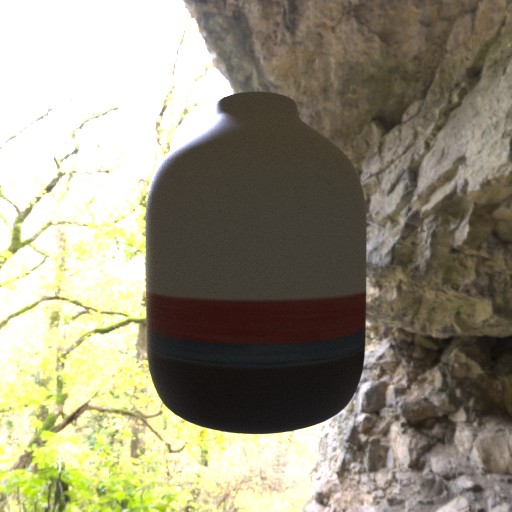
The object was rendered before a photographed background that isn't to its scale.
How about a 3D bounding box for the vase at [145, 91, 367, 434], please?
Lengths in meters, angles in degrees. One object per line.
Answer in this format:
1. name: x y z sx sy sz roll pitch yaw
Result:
1. vase: 0.000 0.000 0.350 0.169 0.237 0.169 0 1 0
